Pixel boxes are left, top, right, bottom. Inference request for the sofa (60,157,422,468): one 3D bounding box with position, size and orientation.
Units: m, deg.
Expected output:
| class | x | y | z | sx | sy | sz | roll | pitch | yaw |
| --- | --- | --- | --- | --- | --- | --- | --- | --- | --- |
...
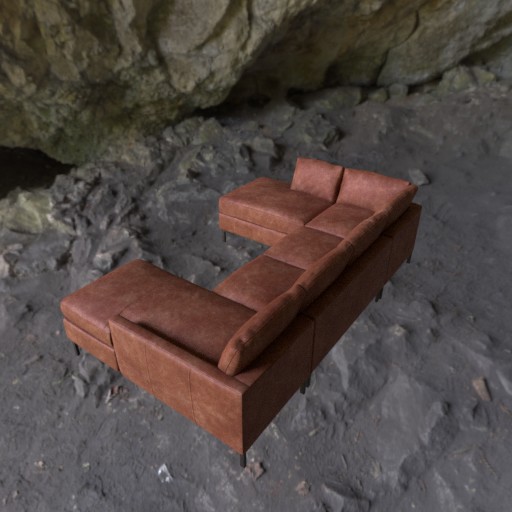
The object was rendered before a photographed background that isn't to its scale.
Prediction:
| class | x | y | z | sx | sy | sz | roll | pitch | yaw |
| --- | --- | --- | --- | --- | --- | --- | --- | --- | --- |
| sofa | 0.000 | 0.000 | 3.880 | 1.939 | 0.900 | 2.956 | 20 | 36 | 30 |
